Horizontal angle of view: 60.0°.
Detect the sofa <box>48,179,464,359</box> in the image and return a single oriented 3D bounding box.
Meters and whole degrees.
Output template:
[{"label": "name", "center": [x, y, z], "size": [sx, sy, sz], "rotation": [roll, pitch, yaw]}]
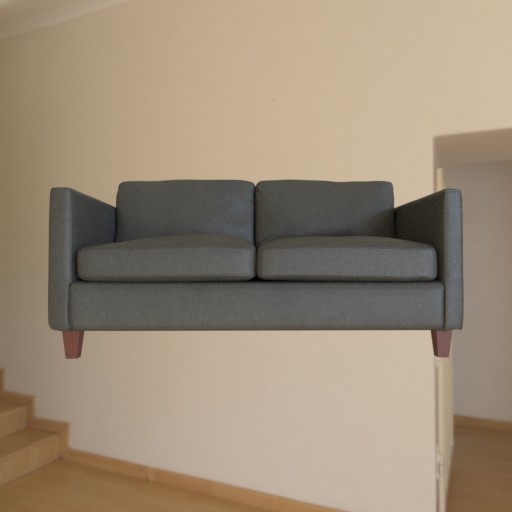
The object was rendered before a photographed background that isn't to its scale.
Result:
[{"label": "sofa", "center": [0.000, 0.000, 2.426], "size": [1.883, 0.933, 0.951], "rotation": [0, -1, -1]}]
